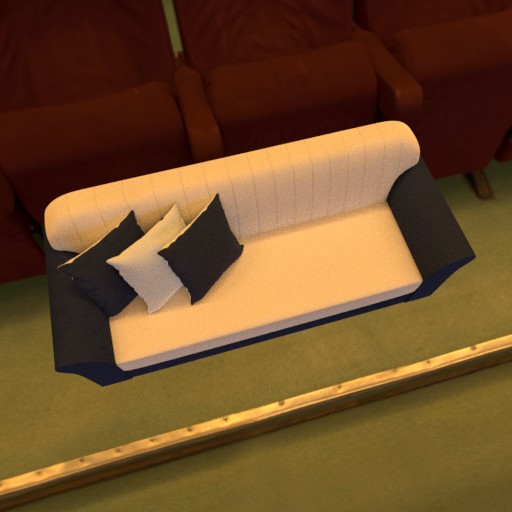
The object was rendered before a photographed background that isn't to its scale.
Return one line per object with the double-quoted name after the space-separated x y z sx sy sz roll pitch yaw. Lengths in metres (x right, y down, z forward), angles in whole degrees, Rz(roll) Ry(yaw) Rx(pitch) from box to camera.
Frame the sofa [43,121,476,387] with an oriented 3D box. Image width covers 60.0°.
0.000 0.000 2.320 2.006 0.789 0.749 -14 65 -7 "sofa"
